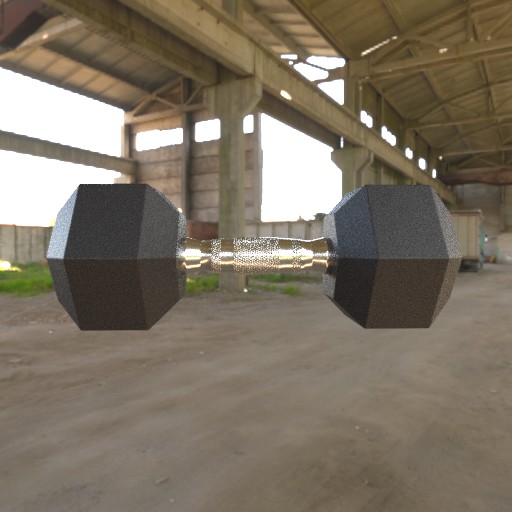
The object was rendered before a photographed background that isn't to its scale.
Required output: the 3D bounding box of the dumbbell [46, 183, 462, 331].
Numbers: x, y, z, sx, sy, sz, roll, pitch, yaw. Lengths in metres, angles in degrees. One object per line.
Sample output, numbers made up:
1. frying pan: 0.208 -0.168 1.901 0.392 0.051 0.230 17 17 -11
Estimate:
1. dumbbell: 0.000 0.000 0.374 0.315 0.113 0.129 0 2 -2
